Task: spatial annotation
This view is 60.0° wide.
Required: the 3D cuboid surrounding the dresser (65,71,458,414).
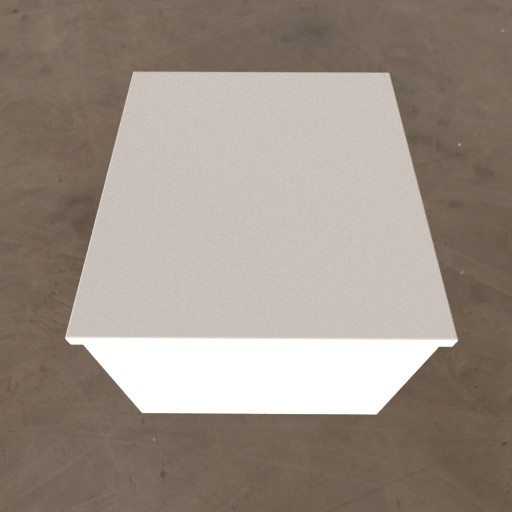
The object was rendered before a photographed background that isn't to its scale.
[{"bbox_3d":[0.000,0.000,0.703,0.400,0.360,0.430,0,57,0],"label":"dresser"}]
